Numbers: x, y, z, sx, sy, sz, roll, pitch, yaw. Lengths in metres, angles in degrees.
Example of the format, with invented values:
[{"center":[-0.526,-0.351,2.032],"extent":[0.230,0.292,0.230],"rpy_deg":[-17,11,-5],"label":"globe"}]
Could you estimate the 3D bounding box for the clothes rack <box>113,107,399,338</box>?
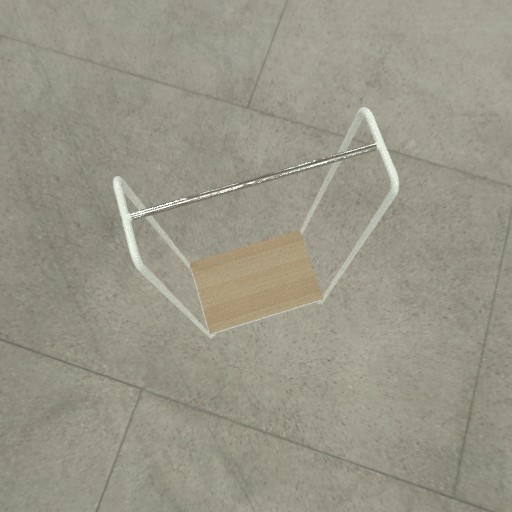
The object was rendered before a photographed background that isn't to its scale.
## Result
[{"center":[0.000,0.000,1.747],"extent":[0.640,1.500,0.400],"rpy_deg":[-17,77,-4],"label":"clothes rack"}]
